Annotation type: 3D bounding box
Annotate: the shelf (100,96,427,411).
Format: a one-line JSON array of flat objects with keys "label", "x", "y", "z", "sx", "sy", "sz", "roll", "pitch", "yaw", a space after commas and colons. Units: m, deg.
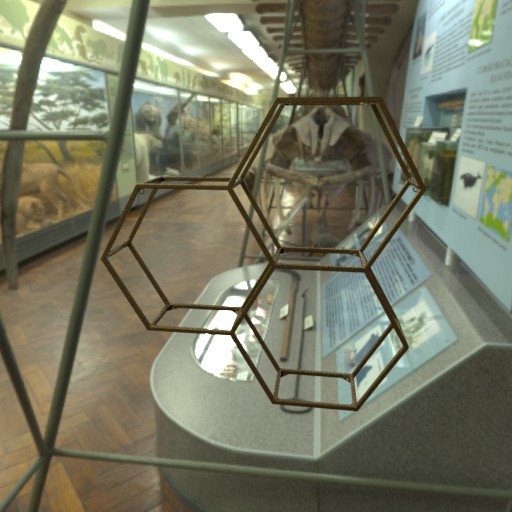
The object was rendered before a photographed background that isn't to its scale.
[{"label": "shelf", "x": 0.000, "y": 0.000, "z": 1.051, "sx": 0.708, "sy": 0.701, "sz": 0.150, "roll": 2, "pitch": 17, "yaw": 8}]
